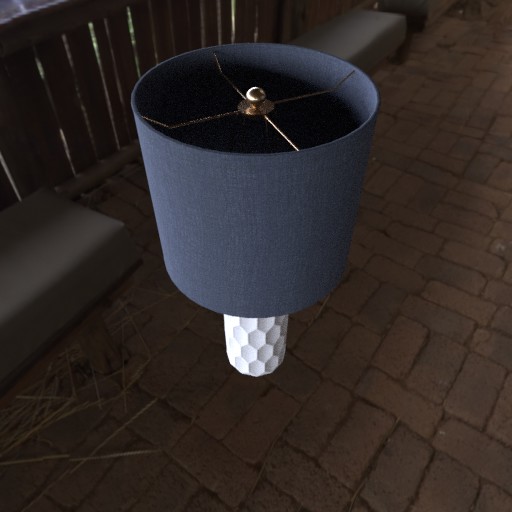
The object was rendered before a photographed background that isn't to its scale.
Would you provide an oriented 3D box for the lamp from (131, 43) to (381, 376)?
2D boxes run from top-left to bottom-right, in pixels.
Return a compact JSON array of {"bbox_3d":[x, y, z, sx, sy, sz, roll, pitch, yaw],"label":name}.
[{"bbox_3d":[0.000,0.000,0.690,0.277,0.537,0.277,9,46,9],"label":"lamp"}]
